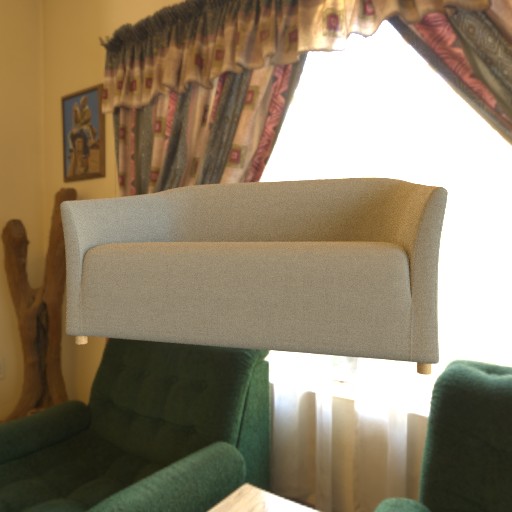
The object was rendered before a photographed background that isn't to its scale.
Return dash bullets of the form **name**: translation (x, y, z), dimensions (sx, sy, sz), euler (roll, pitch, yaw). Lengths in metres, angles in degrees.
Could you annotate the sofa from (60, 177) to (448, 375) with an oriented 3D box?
- **sofa**: translation (0.000, 0.000, 1.890), dimensions (1.452, 0.721, 0.705), euler (0, 1, 19)
